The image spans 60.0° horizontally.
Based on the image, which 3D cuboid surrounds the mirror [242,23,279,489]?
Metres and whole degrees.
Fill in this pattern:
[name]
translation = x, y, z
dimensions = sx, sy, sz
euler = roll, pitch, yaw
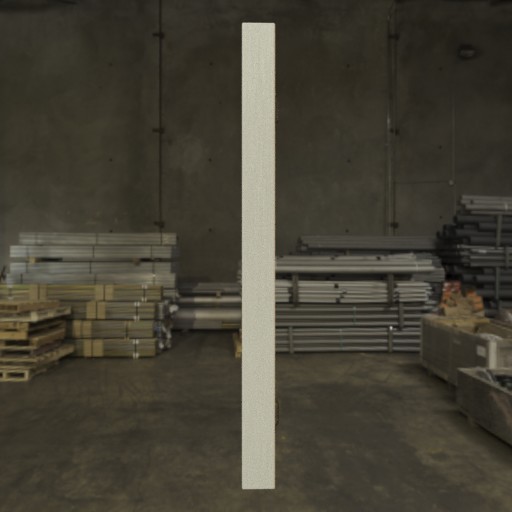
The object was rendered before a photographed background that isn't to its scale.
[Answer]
[mirror]
translation = 0.000, 0.000, 0.685
dimensions = 0.041, 0.508, 0.405
euler = 0, 0, -1
